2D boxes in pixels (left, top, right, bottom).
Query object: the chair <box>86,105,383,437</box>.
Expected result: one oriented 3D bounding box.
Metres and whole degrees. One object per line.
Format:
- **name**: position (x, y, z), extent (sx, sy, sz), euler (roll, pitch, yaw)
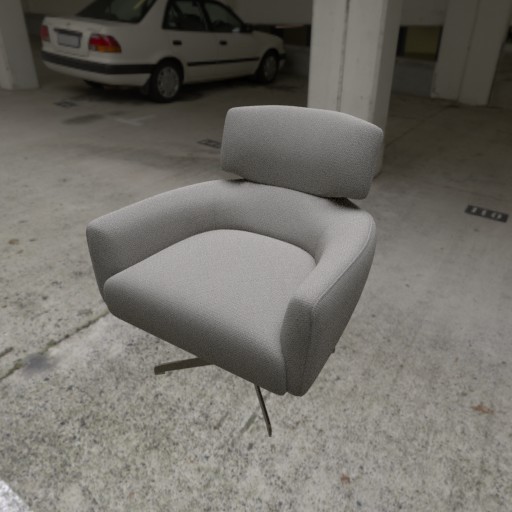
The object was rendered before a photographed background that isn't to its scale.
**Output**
- **chair**: position (0.000, 0.000, 1.409), extent (0.760, 0.810, 0.730), euler (17, 33, 29)
